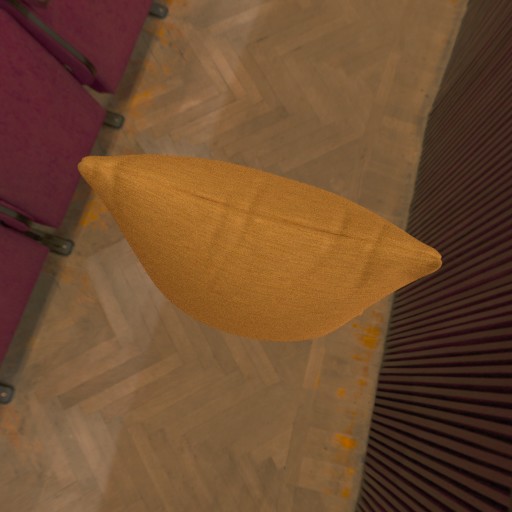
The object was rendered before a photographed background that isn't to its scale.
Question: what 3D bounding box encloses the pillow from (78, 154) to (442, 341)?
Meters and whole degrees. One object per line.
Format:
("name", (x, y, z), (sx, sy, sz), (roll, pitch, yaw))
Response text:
("pillow", (0.000, 0.000, 0.696), (0.435, 0.417, 0.247), (16, 76, 4))
